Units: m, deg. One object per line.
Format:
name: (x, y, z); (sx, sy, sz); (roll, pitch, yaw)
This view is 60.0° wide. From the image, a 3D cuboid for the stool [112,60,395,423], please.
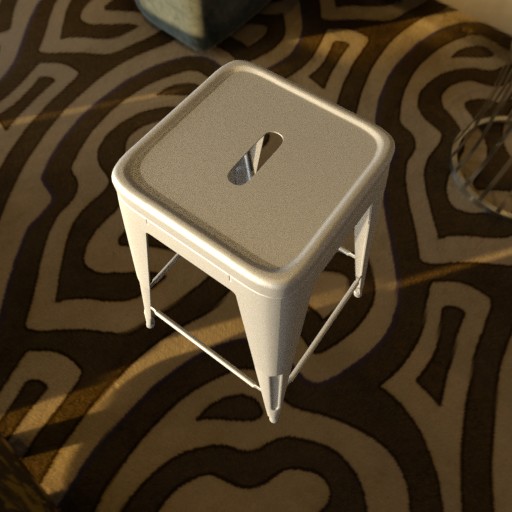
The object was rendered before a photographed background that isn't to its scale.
stool: (0.000, 0.000, 0.880); (0.406, 0.610, 0.406); (33, 68, 16)
